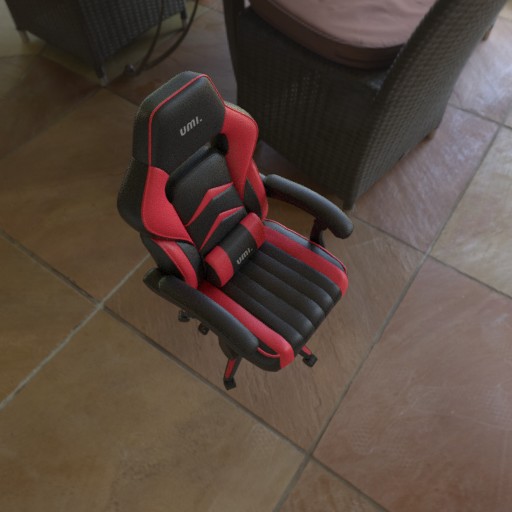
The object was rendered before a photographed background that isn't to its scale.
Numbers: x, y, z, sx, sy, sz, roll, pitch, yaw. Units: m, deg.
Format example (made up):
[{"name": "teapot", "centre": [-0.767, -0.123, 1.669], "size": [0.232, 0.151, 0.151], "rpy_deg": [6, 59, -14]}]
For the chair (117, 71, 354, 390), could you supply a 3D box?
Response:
[{"name": "chair", "centre": [0.000, 0.000, 1.667], "size": [0.700, 1.220, 0.700], "rpy_deg": [34, 64, 19]}]
